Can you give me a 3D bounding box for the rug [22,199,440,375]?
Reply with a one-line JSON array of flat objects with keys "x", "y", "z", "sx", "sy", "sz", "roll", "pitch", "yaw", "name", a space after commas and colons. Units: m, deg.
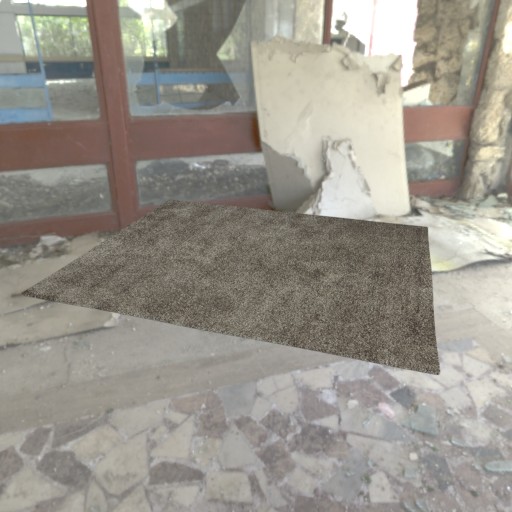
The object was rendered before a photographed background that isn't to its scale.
[{"x": 0.000, "y": 0.000, "z": 4.003, "sx": 3.000, "sy": 0.025, "sz": 2.401, "roll": 8, "pitch": 26, "yaw": 16, "name": "rug"}]
